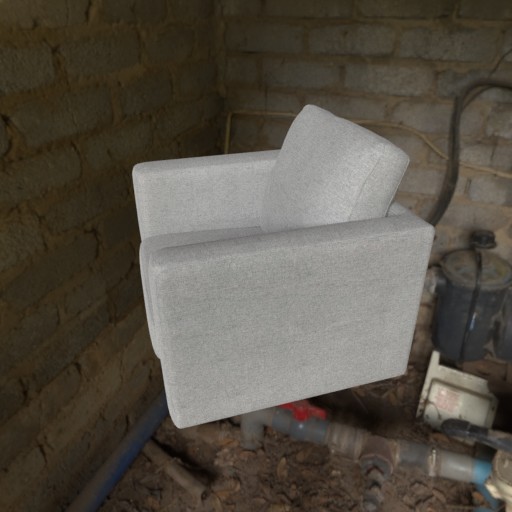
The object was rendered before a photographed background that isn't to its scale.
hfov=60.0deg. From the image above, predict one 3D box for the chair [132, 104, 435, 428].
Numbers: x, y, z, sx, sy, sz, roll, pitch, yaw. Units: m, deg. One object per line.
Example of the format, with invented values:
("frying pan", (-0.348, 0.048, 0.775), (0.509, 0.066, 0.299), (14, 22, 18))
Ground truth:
("chair", (0.000, 0.000, 1.573), (0.800, 0.927, 0.855), (-8, 31, -14))
